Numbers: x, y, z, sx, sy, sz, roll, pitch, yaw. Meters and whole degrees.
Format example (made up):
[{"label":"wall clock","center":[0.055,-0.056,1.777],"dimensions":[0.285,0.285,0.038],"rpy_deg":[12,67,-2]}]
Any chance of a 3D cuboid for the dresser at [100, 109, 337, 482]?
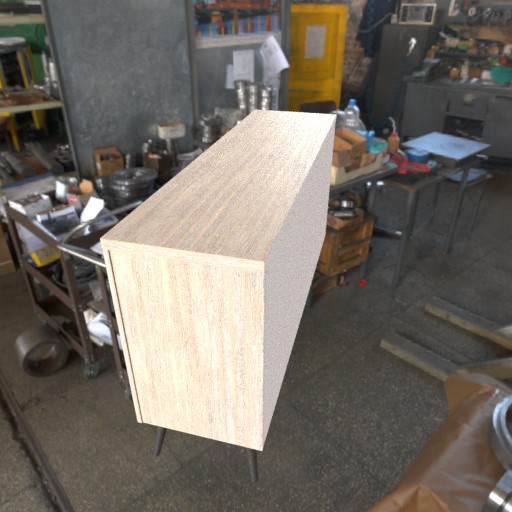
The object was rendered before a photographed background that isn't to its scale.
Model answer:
[{"label":"dresser","center":[0.000,0.000,1.967],"dimensions":[0.457,0.914,1.524],"rpy_deg":[8,32,13]}]
